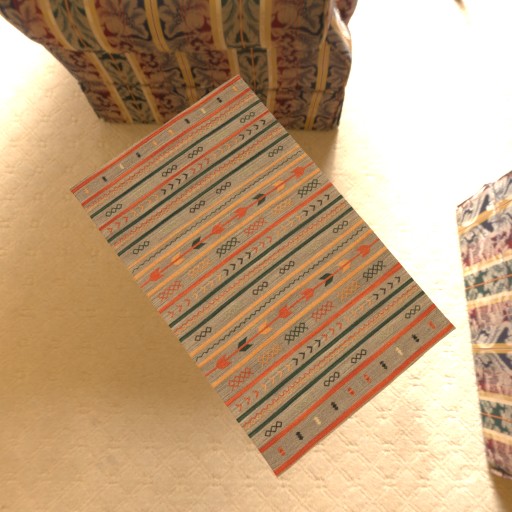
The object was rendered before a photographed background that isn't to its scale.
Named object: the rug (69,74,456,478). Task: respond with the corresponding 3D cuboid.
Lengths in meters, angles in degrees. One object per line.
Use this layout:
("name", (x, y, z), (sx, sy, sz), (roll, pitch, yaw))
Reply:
("rug", (0.000, 0.000, 3.097), (1.537, 0.029, 2.439), (-37, 80, -8))
